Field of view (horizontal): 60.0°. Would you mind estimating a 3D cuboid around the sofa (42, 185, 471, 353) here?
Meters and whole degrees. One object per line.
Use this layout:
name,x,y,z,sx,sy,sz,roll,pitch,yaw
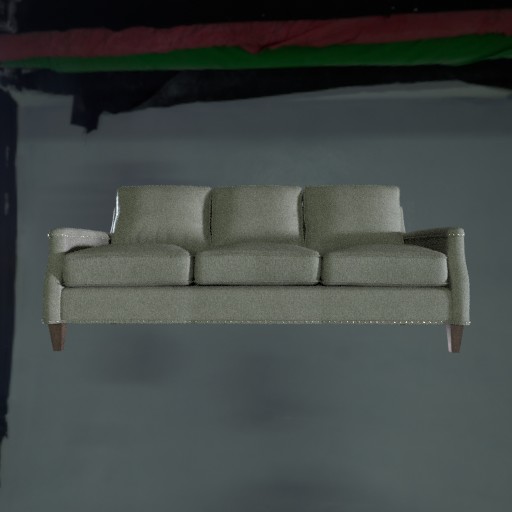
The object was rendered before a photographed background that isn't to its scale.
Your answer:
sofa,0.000,0.000,2.824,2.246,1.003,1.084,0,0,1
